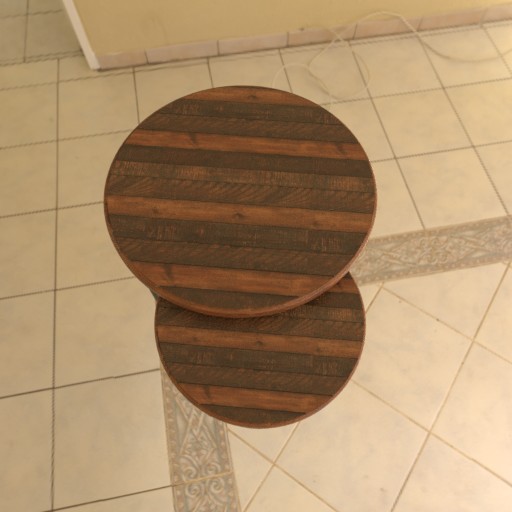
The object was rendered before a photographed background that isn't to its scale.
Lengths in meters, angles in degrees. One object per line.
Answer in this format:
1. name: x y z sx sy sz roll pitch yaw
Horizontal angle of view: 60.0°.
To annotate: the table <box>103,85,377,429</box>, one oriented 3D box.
1. table: 0.000 0.000 1.586 0.870 0.516 1.152 -18 65 -9
